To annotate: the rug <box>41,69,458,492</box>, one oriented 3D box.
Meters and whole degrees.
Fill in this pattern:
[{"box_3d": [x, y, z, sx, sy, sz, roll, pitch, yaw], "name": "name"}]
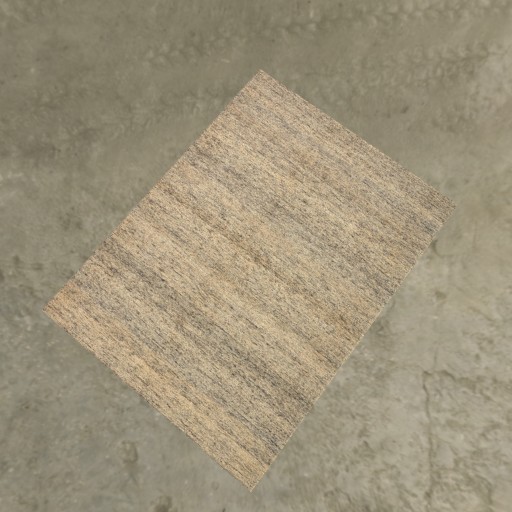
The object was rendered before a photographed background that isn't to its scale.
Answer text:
[{"box_3d": [0.000, 0.000, 4.129, 2.414, 0.036, 3.199, 37, 79, 9], "name": "rug"}]
